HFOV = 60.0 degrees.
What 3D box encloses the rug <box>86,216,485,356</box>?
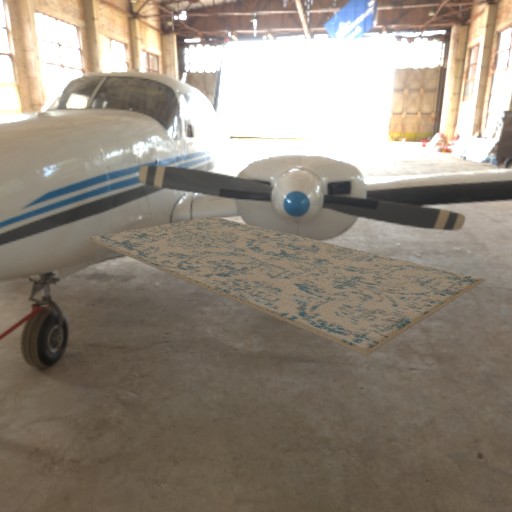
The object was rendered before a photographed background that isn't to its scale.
[{"bbox_3d":[0.000,0.000,1.452,0.605,0.007,1.220,-16,23,-42],"label":"rug"}]
